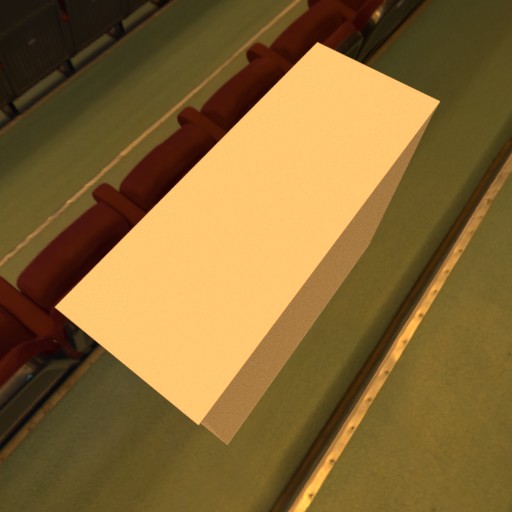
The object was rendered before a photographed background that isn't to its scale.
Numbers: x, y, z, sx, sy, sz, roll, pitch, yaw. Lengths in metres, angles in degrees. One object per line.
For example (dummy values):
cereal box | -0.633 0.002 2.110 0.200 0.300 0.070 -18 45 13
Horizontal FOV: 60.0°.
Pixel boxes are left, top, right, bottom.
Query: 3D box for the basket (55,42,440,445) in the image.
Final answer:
basket | 0.000 0.000 1.118 0.376 0.625 0.792 33 68 15
